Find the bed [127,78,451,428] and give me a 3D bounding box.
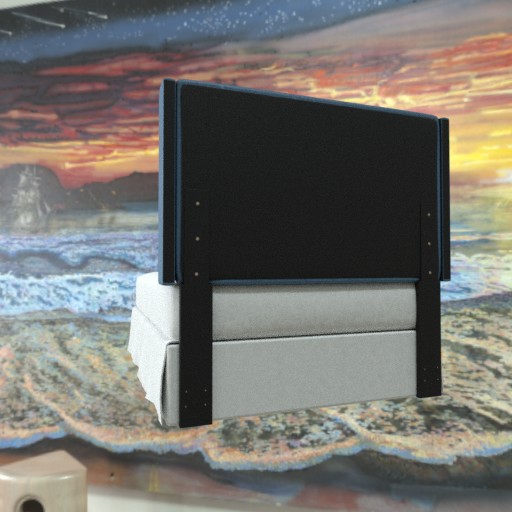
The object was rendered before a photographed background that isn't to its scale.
[{"bbox_3d":[0.000,0.000,3.315,1.719,1.665,2.078,0,-1,-20],"label":"bed"}]
